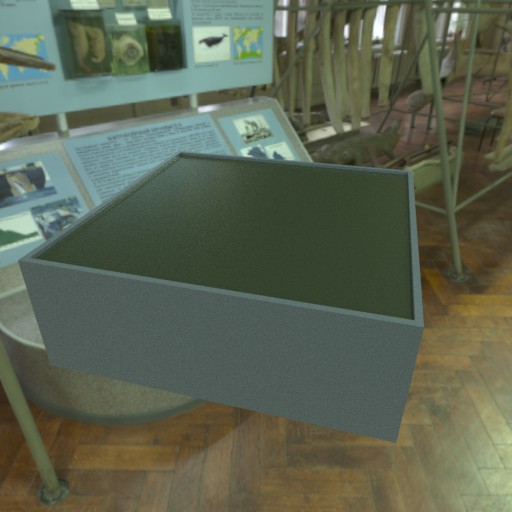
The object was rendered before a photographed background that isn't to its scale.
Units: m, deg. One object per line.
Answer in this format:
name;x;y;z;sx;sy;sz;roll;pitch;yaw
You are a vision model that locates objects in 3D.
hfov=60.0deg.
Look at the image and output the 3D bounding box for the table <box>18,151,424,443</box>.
table;0.000;0.000;1.233;0.801;0.299;0.801;8;31;14
